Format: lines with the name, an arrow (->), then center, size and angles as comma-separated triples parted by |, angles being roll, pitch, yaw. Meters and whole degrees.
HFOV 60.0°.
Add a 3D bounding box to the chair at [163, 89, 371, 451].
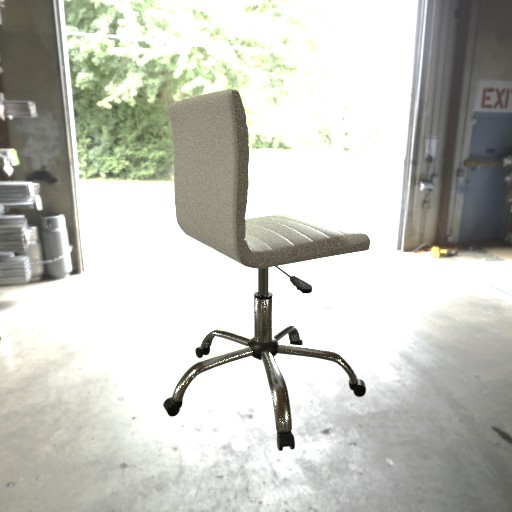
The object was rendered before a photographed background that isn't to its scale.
chair -> 0.000, 0.000, 1.163 | 0.530, 0.780, 0.556 | -8, 16, -27
